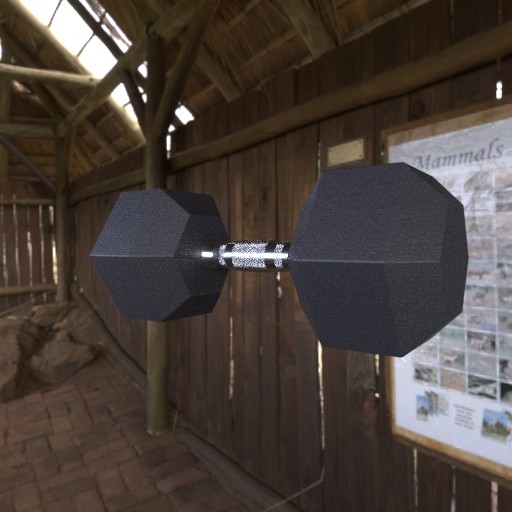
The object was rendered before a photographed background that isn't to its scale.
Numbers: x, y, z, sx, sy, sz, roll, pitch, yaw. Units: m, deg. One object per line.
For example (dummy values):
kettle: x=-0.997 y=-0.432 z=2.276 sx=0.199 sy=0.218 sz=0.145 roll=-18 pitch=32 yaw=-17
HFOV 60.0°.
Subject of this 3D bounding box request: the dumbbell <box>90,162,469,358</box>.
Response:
dumbbell: x=0.000 y=0.000 z=0.429 sx=0.361 sy=0.137 sz=0.157 roll=1 pitch=2 yaw=36
